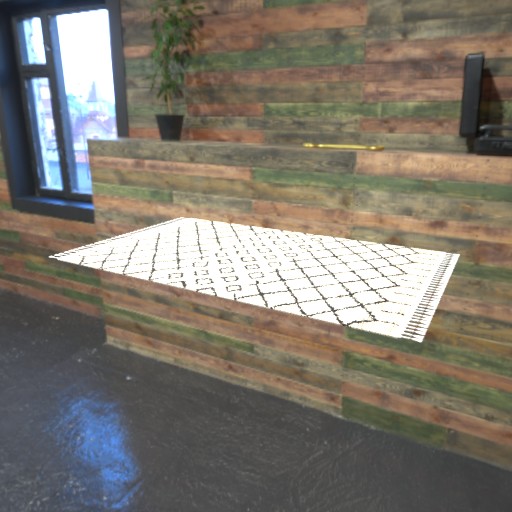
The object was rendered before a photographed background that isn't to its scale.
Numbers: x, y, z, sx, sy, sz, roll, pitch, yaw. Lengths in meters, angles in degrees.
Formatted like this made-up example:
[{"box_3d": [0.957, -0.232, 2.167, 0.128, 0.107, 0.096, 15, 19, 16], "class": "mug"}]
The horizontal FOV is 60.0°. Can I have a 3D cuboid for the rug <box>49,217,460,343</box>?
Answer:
[{"box_3d": [0.000, 0.000, 2.510, 2.006, 0.008, 1.196, 10, 20, 28], "class": "rug"}]
